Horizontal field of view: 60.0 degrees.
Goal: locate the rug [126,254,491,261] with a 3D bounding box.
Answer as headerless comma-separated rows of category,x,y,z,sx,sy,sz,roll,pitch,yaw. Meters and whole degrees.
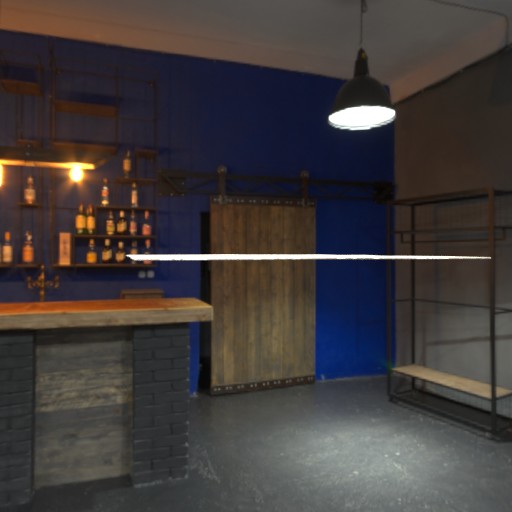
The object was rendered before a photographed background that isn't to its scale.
rug,0.000,0.000,2.731,1.524,0.013,2.135,0,0,-17
